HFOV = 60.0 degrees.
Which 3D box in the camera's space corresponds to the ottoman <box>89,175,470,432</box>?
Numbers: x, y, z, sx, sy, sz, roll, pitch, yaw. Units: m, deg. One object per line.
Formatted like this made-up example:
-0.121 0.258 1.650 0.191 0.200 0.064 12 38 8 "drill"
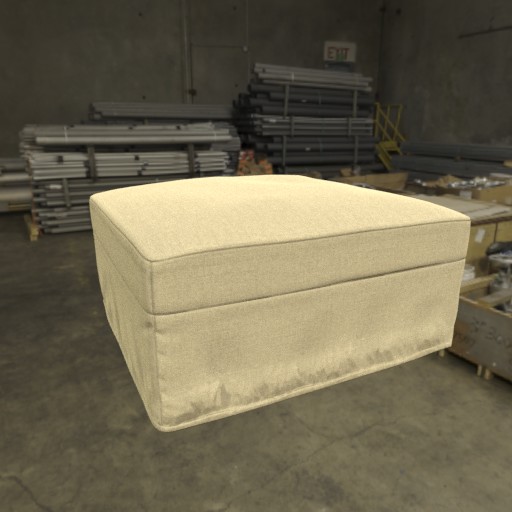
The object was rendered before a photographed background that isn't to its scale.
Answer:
0.000 0.000 1.334 0.843 0.436 0.840 -8 18 -25 "ottoman"
